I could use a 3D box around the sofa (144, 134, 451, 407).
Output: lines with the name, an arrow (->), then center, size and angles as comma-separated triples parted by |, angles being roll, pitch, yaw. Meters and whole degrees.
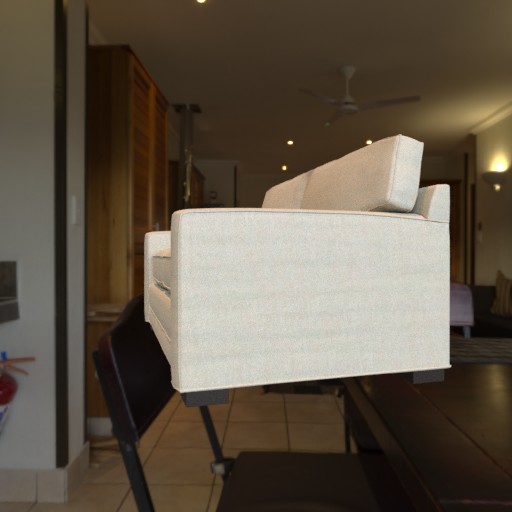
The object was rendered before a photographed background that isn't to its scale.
sofa -> 0.000, 0.000, 2.077 | 0.942, 0.853, 1.484 | 0, 0, -17
